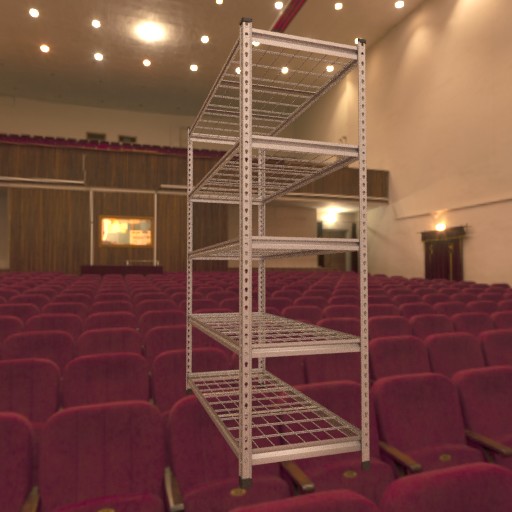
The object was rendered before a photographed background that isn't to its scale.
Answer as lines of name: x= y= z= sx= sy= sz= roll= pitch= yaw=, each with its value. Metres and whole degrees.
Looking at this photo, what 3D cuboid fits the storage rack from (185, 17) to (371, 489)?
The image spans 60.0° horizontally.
storage rack: x=0.000 y=0.000 z=2.673 sx=0.610 sy=1.981 sz=1.524 roll=1 pitch=-2 yaw=-18
